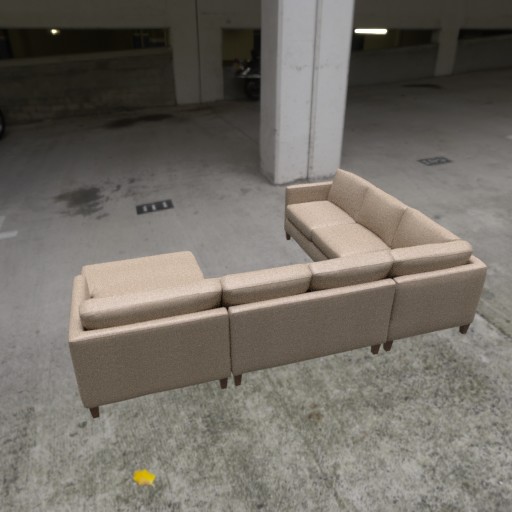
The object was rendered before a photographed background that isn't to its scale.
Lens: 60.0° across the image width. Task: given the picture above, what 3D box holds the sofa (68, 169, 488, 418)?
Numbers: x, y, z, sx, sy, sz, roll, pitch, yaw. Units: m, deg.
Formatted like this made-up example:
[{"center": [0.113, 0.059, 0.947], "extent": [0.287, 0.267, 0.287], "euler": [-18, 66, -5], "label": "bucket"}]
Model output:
[{"center": [0.000, 0.000, 4.567], "extent": [3.460, 0.961, 2.594], "euler": [-8, 29, -16], "label": "sofa"}]
